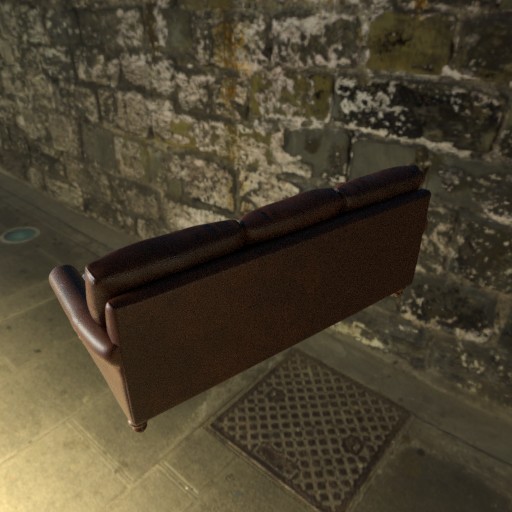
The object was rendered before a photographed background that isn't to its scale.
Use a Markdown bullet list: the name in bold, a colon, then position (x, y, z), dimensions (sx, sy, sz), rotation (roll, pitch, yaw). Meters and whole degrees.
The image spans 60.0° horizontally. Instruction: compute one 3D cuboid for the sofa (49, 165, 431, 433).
- **sofa**: position (0.000, 0.000, 2.838), dimensions (2.351, 0.977, 0.973), rotation (-20, 36, -31)
